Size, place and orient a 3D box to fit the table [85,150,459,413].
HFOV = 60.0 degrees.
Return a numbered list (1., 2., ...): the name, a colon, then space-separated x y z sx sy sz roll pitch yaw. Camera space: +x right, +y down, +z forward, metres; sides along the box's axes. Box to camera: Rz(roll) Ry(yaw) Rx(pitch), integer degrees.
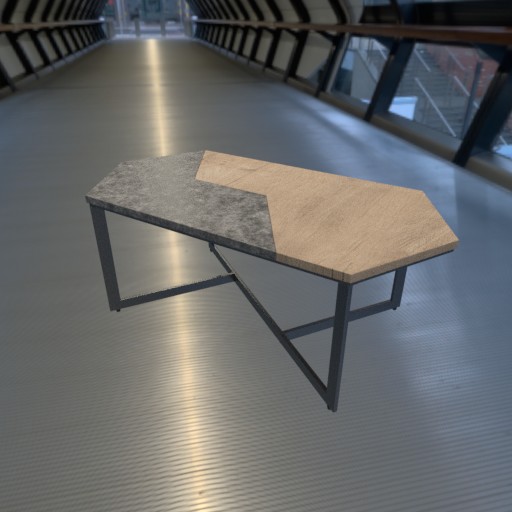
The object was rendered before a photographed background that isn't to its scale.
1. table: 0.000 0.000 1.519 1.219 0.457 0.609 17 33 28
